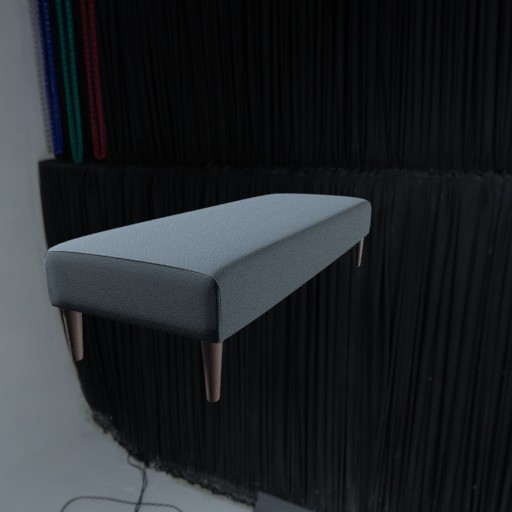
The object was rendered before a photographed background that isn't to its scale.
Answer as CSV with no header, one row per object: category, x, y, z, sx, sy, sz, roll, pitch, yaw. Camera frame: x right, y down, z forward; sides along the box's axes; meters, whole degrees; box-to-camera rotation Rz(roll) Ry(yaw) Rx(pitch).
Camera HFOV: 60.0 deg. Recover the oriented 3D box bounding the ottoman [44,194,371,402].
ottoman,0.000,0.000,1.905,0.646,0.393,1.609,7,16,26
